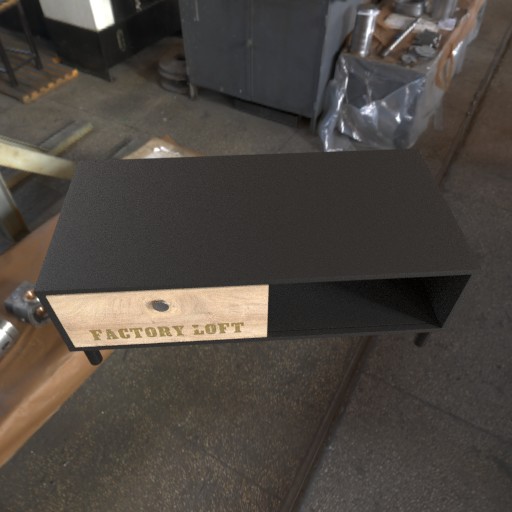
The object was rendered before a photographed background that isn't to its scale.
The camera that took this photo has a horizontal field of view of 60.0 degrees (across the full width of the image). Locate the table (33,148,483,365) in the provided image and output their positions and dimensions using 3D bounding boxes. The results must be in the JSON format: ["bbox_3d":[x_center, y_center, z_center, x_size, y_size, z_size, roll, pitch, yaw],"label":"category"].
[{"bbox_3d":[0.000,0.000,1.406,1.100,0.400,0.550,-3,48,-2],"label":"table"}]
